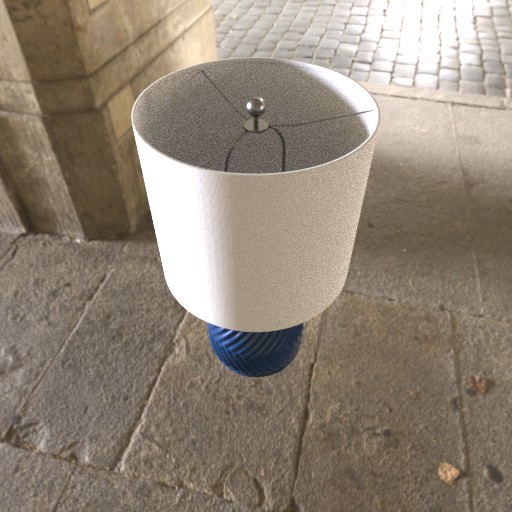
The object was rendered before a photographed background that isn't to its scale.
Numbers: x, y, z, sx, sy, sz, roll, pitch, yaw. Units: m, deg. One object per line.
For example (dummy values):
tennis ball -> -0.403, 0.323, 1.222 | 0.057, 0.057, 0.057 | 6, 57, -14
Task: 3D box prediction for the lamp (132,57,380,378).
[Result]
lamp -> 0.000, 0.000, 0.495 | 0.203, 0.368, 0.203 | -24, 50, -22
